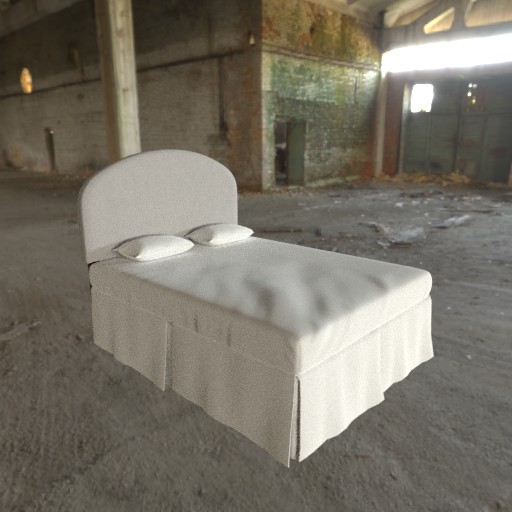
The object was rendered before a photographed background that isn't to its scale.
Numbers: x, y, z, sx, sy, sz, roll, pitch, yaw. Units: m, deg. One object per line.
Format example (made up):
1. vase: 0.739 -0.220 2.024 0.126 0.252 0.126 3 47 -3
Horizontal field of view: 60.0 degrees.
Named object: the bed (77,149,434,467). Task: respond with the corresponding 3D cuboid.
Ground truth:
1. bed: 0.000 0.000 3.055 2.005 1.410 1.607 13 19 41
